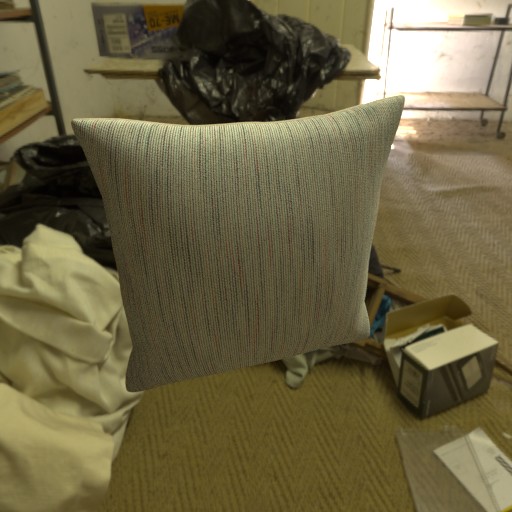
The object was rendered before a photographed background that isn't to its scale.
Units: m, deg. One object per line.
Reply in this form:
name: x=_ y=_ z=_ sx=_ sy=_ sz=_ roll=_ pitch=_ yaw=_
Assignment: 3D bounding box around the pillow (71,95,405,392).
pillow: x=0.000 y=0.000 z=0.771 sx=0.512 sy=0.506 sz=0.178 roll=-9 pitch=33 yaw=-15
